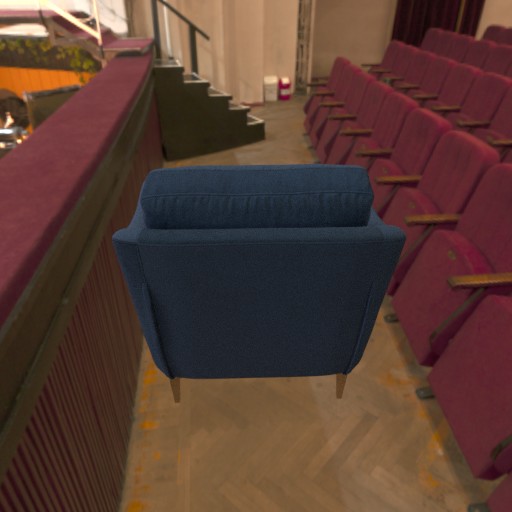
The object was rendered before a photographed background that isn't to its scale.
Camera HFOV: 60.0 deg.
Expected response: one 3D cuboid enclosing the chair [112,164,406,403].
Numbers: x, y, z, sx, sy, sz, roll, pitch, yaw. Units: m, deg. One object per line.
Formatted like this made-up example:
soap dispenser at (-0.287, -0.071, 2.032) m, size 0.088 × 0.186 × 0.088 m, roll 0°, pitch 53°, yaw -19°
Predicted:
chair at (0.000, 0.000, 1.715) m, size 0.987 × 0.899 × 0.961 m, roll -1°, pitch 31°, yaw -2°
